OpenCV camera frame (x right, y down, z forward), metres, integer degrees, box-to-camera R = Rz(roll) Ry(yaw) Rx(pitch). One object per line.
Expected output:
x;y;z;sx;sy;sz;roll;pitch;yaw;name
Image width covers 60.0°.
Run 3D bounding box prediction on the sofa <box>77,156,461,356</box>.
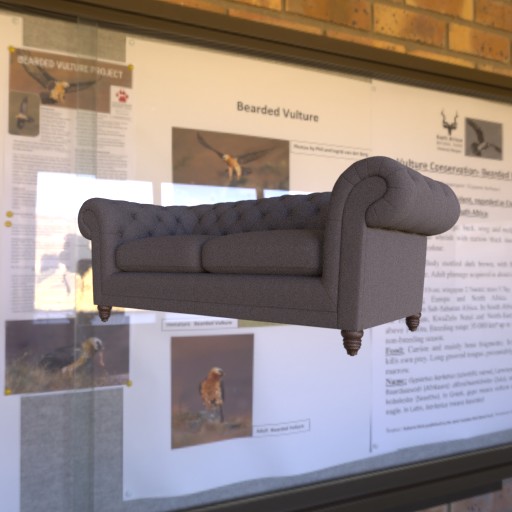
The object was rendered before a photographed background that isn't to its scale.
0.000;0.000;2.470;1.998;0.764;0.986;-1;-1;37;sofa
